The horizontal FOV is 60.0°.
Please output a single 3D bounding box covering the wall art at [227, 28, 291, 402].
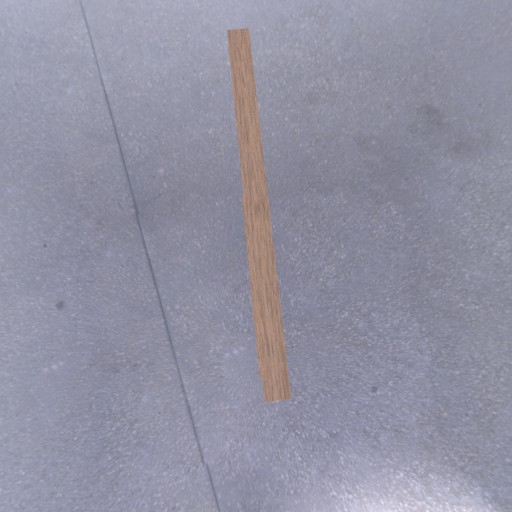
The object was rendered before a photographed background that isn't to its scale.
[{"bbox_3d":[0.000,0.000,0.809,0.028,0.609,0.456,-6,77,-1],"label":"wall art"}]
